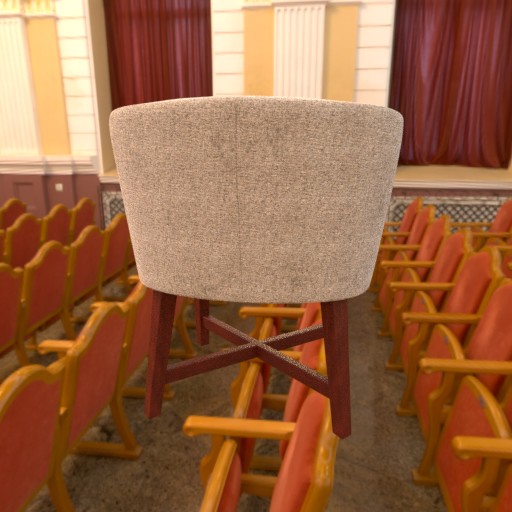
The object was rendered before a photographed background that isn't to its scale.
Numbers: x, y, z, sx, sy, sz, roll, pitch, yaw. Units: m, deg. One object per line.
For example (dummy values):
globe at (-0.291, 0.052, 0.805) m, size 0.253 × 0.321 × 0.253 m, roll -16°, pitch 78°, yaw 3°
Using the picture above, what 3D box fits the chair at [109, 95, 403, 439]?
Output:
chair at (0.000, 0.000, 1.272) m, size 0.728 × 0.827 × 0.575 m, roll 2°, pitch 16°, yaw 9°
